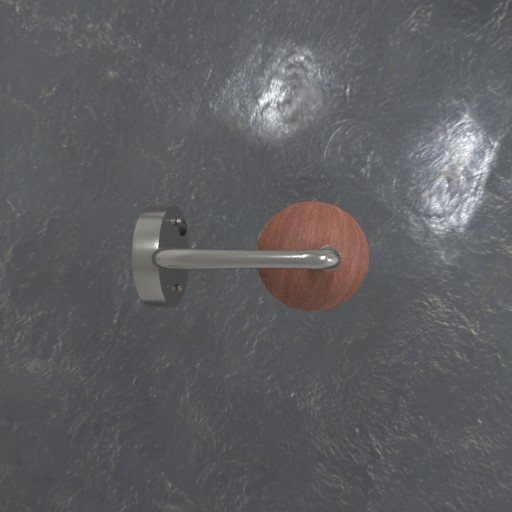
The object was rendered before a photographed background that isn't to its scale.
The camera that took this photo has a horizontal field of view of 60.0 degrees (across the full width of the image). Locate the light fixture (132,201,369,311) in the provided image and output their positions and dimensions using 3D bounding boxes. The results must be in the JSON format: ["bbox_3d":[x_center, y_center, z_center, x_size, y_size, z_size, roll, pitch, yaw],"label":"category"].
[{"bbox_3d":[0.000,0.000,0.456,0.216,0.343,0.108,0,91,0],"label":"light fixture"}]
